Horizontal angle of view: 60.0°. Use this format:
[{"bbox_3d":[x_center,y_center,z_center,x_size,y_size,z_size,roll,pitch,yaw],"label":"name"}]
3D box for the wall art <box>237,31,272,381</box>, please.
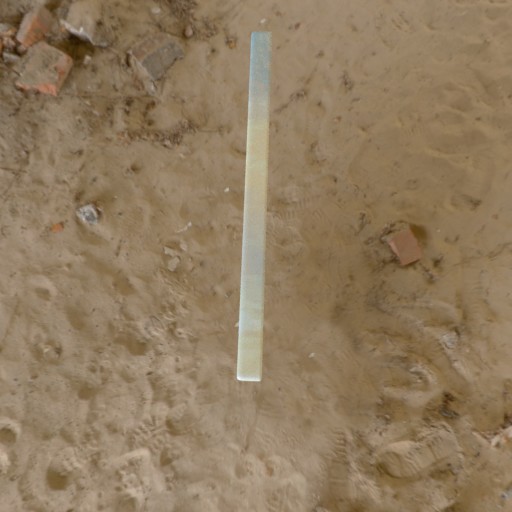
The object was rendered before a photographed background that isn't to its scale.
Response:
[{"bbox_3d":[0.000,0.000,1.164,0.037,0.915,0.605,2,76,0],"label":"wall art"}]
